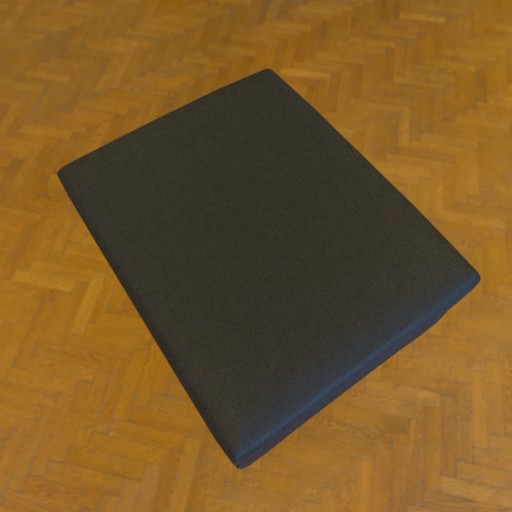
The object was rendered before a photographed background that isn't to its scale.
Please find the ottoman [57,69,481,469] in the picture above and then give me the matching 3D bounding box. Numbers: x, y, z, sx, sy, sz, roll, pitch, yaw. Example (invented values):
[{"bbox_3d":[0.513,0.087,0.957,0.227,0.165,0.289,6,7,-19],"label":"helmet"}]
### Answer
[{"bbox_3d":[0.000,0.000,1.729,0.967,0.696,1.187,-32,67,-15],"label":"ottoman"}]
